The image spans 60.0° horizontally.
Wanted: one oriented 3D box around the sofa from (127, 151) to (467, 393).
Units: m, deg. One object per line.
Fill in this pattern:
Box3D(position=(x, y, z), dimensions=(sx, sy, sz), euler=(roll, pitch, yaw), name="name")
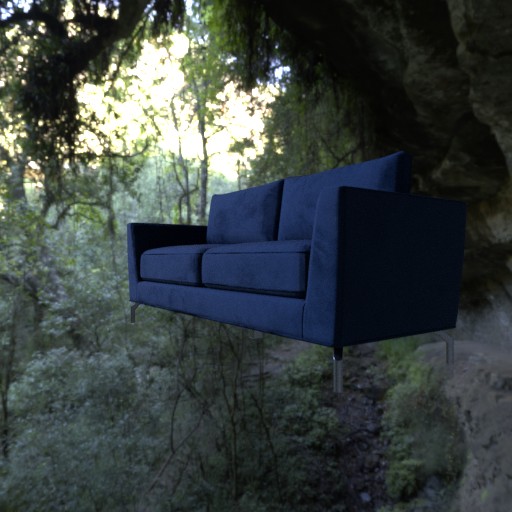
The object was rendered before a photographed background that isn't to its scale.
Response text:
Box3D(position=(0.000, 0.000, 2.703), dimensions=(0.853, 0.998, 2.212), euler=(0, 0, -36), name="sofa")
